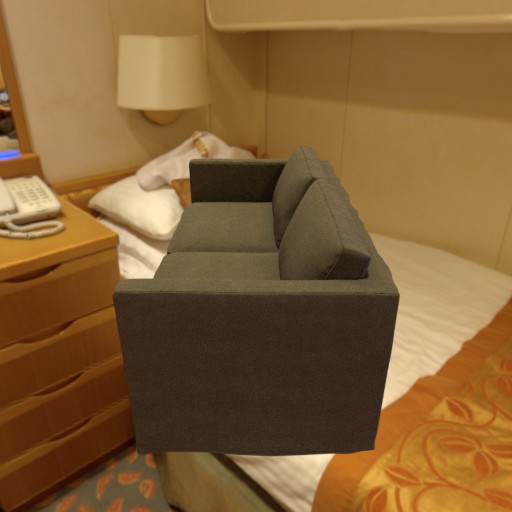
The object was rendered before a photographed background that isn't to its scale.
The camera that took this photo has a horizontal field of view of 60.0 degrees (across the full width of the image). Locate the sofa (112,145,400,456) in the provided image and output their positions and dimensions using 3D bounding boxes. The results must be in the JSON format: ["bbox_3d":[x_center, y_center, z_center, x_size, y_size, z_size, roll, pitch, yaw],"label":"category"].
[{"bbox_3d":[0.000,0.000,2.337,0.974,0.854,1.802,0,26,1],"label":"sofa"}]
